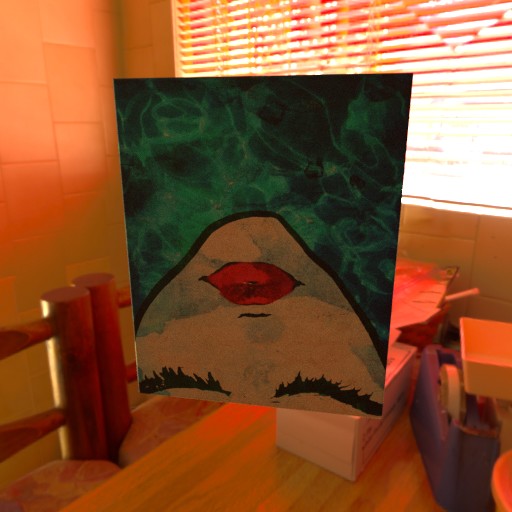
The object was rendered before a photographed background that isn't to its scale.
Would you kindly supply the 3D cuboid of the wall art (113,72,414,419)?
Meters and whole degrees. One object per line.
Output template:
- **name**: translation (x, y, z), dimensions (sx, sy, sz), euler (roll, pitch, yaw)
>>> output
- **wall art**: translation (0.000, 0.000, 1.008), dimensions (0.609, 0.760, 0.038), euler (3, 16, 10)
